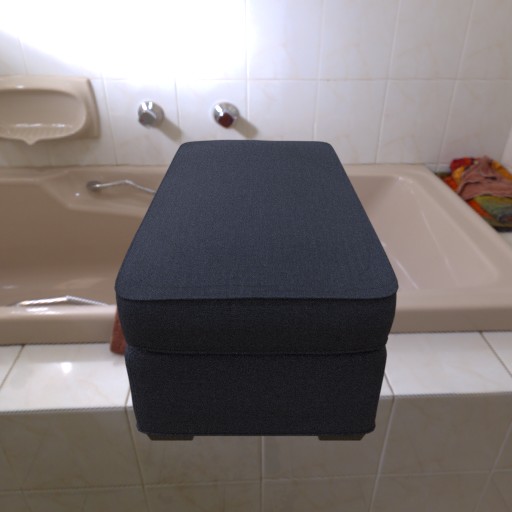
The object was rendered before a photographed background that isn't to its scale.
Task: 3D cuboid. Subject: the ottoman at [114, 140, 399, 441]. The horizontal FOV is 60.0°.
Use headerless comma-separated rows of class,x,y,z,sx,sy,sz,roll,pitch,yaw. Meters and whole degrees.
ottoman,0.000,0.000,1.200,0.505,0.453,0.895,0,31,0
